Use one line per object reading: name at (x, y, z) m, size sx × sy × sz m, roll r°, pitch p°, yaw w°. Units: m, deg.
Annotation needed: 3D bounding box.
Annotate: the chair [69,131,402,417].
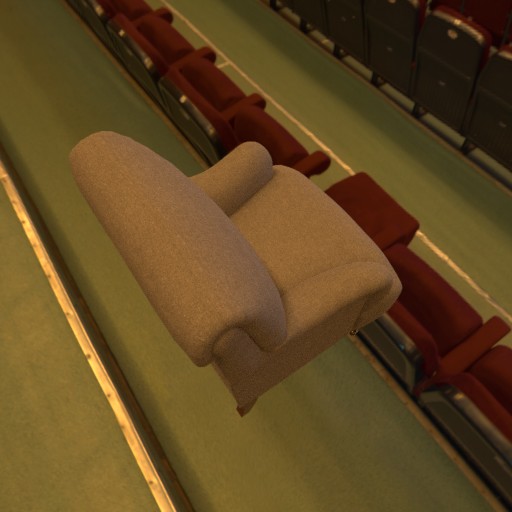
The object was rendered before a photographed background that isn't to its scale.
chair at (0.000, 0.000, 1.561) m, size 0.843 × 0.942 × 0.766 m, roll -30°, pitch 61°, yaw -19°
